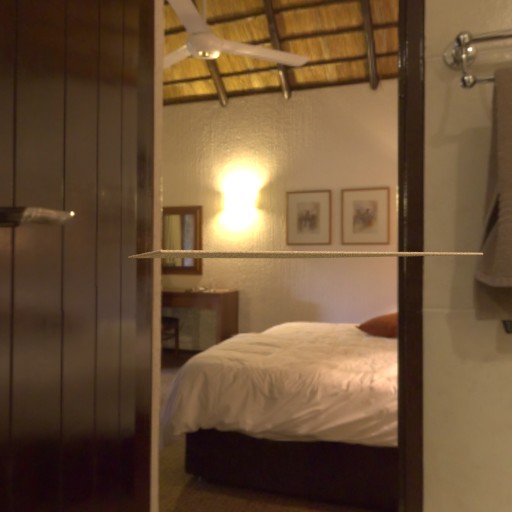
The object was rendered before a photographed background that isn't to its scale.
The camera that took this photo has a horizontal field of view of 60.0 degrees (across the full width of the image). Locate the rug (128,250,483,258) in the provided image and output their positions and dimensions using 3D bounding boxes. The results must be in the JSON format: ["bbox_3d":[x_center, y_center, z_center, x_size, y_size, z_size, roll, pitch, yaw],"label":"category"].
[{"bbox_3d":[0.000,0.000,2.379,1.236,0.009,1.839,0,-1,-19],"label":"rug"}]
